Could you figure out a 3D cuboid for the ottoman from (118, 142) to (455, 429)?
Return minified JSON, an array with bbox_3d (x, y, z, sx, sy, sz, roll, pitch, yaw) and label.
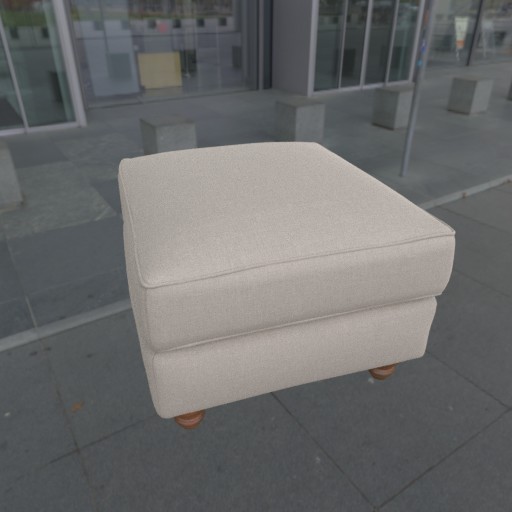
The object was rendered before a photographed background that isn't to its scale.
[{"bbox_3d":[0.000,0.000,1.168,0.662,0.505,0.716,-9,31,-15],"label":"ottoman"}]
